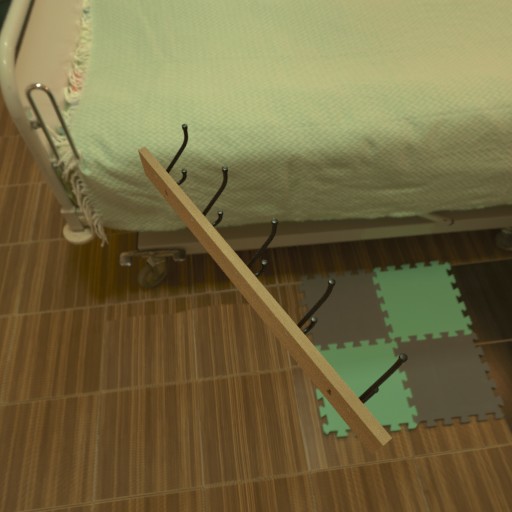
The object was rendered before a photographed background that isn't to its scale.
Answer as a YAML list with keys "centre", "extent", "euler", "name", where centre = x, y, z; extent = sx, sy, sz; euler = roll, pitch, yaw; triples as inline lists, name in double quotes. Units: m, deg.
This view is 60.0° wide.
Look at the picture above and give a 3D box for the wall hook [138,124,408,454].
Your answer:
- centre: [0.000, 0.000, 0.628]
  extent: [0.071, 0.117, 0.571]
  euler: [-32, 63, -19]
  name: "wall hook"
